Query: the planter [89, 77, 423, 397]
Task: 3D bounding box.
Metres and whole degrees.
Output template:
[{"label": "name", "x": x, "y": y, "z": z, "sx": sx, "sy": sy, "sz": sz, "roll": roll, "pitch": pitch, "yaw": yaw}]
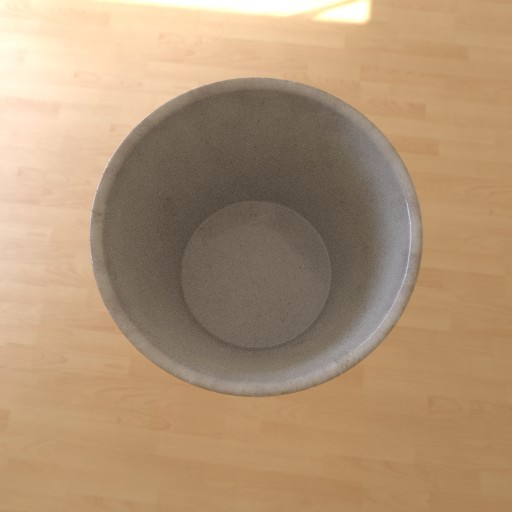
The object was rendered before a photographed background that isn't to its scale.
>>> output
[{"label": "planter", "x": 0.000, "y": 0.000, "z": 0.336, "sx": 0.193, "sy": 0.165, "sz": 0.193, "roll": 0, "pitch": 76, "yaw": 0}]
